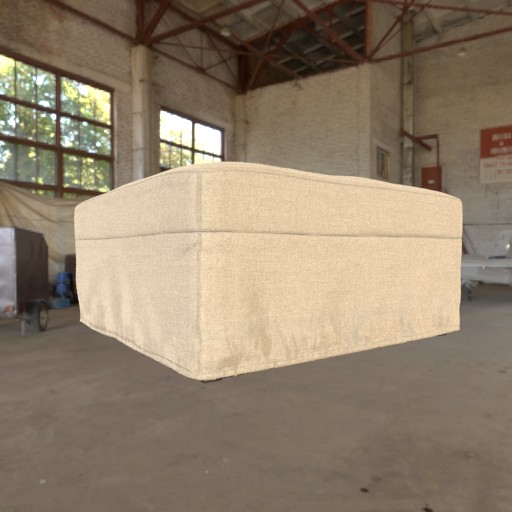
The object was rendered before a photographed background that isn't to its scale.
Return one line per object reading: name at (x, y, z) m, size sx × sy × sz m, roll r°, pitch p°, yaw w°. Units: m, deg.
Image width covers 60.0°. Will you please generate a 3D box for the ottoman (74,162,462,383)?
ottoman at (0.000, 0.000, 1.308) m, size 0.843 × 0.436 × 0.840 m, roll -1°, pitch 1°, yaw -36°
